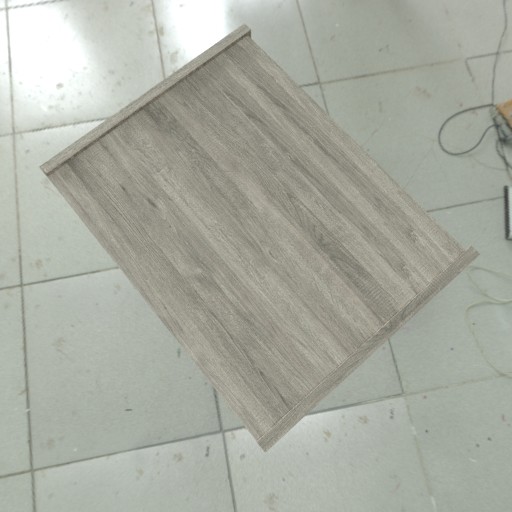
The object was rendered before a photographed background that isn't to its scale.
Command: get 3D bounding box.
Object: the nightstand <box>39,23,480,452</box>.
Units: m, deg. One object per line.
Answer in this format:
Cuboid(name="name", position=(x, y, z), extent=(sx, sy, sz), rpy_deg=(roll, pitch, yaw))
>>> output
Cuboid(name="nightstand", position=(0.000, 0.000, 0.839), extent=(0.380, 0.500, 0.480), rpy_deg=(-39, 78, -10))
